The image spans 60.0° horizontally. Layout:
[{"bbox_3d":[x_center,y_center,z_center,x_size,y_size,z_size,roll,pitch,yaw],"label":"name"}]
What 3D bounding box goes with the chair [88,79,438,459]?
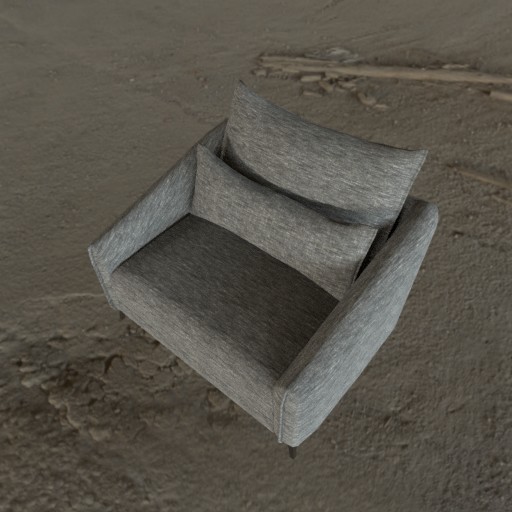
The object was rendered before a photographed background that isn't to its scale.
[{"bbox_3d":[0.000,0.000,1.617,1.004,0.842,0.805,31,54,26],"label":"chair"}]
